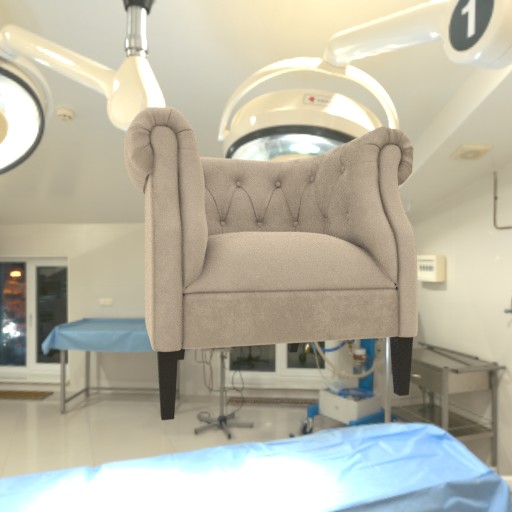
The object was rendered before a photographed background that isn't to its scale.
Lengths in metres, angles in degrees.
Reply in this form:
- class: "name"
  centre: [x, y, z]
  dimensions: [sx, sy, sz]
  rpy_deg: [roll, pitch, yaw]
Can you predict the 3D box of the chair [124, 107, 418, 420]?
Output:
- class: "chair"
  centre: [0.000, 0.000, 1.587]
  dimensions: [0.904, 0.826, 0.851]
  rpy_deg: [0, 0, -16]
